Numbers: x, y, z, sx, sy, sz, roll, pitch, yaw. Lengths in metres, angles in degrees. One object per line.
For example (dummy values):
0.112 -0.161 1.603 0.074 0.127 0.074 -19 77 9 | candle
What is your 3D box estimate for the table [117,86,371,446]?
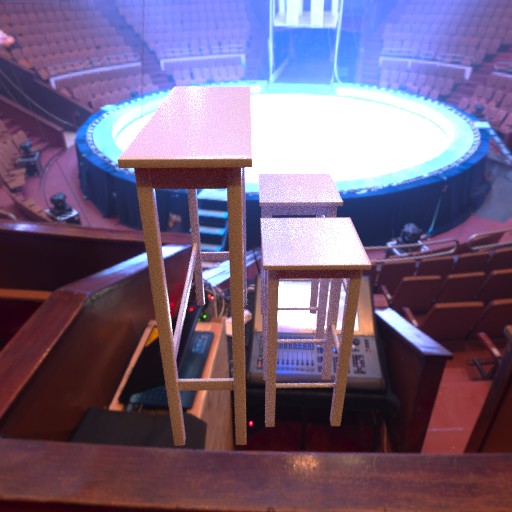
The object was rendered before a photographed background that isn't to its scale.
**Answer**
0.000 0.000 1.683 0.650 1.065 0.915 0 31 -1 | table
